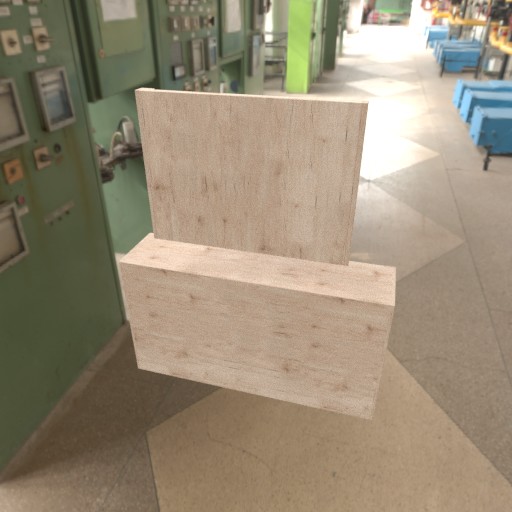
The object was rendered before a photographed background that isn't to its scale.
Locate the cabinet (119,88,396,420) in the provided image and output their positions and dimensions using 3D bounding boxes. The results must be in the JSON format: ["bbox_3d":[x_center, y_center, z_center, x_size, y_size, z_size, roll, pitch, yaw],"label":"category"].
[{"bbox_3d":[0.000,0.000,2.764,1.700,1.981,0.420,8,31,14],"label":"cabinet"}]
